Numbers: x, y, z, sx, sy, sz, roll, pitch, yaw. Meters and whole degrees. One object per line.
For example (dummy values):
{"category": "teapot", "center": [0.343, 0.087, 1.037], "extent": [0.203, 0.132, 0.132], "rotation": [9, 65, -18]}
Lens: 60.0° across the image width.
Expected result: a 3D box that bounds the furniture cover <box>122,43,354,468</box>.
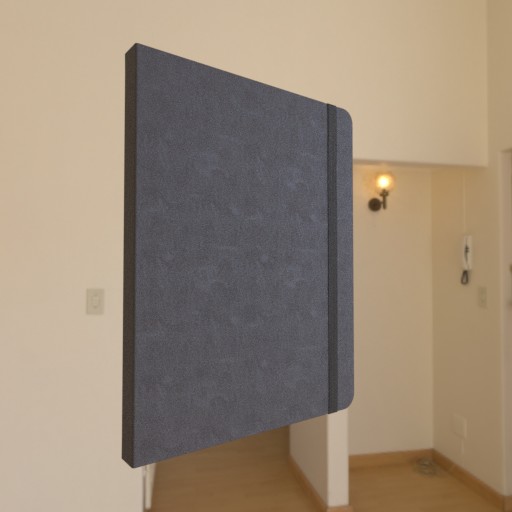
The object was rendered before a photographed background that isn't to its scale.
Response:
{"category": "furniture cover", "center": [0.000, 0.000, 0.364], "extent": [0.216, 0.281, 0.023], "rotation": [1, -2, -37]}
